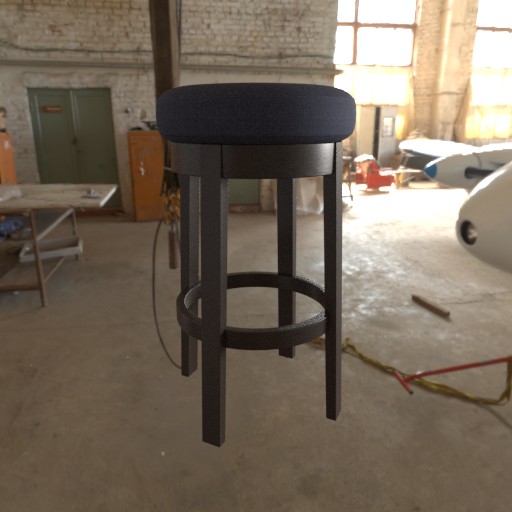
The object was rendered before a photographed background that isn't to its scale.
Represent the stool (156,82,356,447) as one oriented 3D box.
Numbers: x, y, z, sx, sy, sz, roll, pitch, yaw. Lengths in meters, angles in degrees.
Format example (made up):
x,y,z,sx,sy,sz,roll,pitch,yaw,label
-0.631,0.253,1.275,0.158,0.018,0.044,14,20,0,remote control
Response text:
x,y,z,sx,sy,sz,roll,pitch,yaw,label
0.000,0.000,1.059,0.446,0.758,0.446,0,17,0,stool
